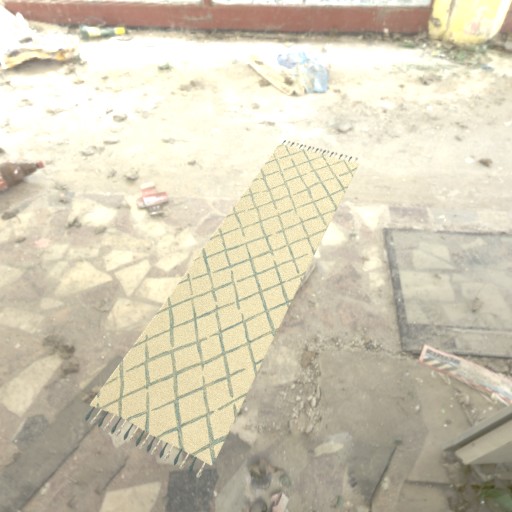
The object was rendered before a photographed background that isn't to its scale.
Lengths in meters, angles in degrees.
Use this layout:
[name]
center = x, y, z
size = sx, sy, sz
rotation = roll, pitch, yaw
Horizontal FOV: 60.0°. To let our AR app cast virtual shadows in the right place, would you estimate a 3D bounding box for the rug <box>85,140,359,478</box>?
[rug]
center = 0.000, 0.000, 2.572
size = 0.620, 0.008, 2.372
rotation = 18, 50, 16
